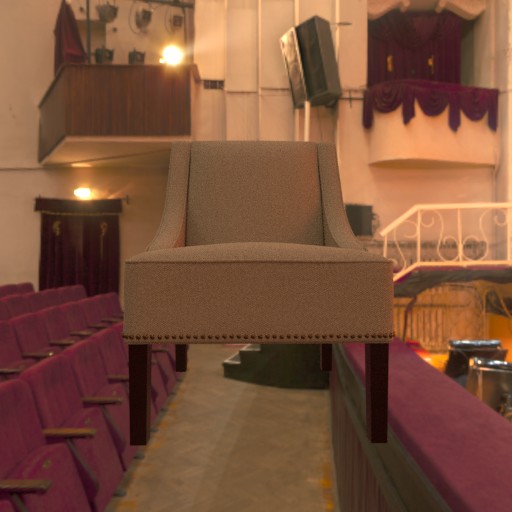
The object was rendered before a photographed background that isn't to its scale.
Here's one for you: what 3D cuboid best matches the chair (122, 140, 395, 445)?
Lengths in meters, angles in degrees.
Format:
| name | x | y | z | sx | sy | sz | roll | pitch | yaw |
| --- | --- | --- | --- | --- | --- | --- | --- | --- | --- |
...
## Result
| name | x | y | z | sx | sy | sz | roll | pitch | yaw |
| --- | --- | --- | --- | --- | --- | --- | --- | --- | --- |
| chair | 0.000 | 0.000 | 1.350 | 0.628 | 0.872 | 0.748 | 0 | 0 | -1 |
